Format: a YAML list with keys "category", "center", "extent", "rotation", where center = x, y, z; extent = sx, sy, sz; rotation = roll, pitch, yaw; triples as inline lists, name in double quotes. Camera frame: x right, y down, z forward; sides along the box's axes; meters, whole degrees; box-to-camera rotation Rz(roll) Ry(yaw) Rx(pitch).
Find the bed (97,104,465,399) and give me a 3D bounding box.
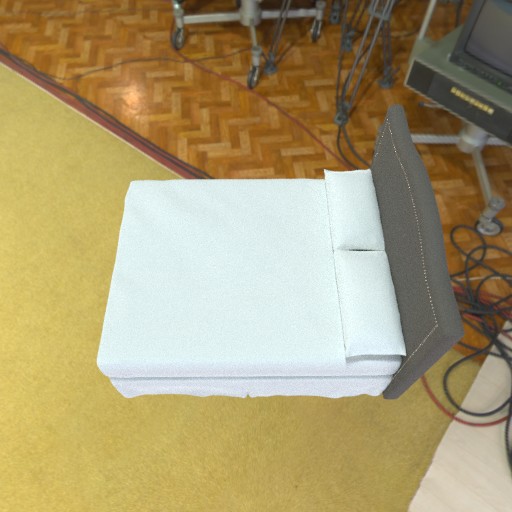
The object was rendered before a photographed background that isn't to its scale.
- category: "bed"
  center: [0.000, 0.000, 3.069]
  extent: [2.036, 1.387, 1.666]
  rotation: [0, 58, 0]
